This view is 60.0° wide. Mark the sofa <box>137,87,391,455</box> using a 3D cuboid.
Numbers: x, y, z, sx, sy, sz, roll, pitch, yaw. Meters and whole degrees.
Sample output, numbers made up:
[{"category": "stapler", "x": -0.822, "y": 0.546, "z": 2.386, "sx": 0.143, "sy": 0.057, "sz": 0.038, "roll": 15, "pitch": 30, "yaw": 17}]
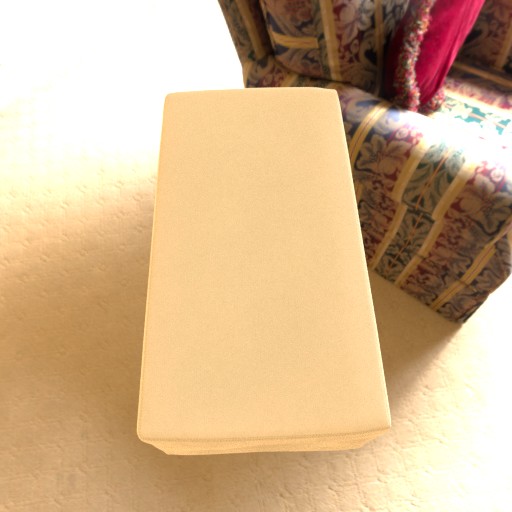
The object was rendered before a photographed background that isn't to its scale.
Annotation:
[{"category": "sofa", "x": 0.000, "y": 0.000, "z": 2.080, "sx": 0.939, "sy": 0.552, "sz": 1.677, "roll": -2, "pitch": 63, "yaw": -1}]
